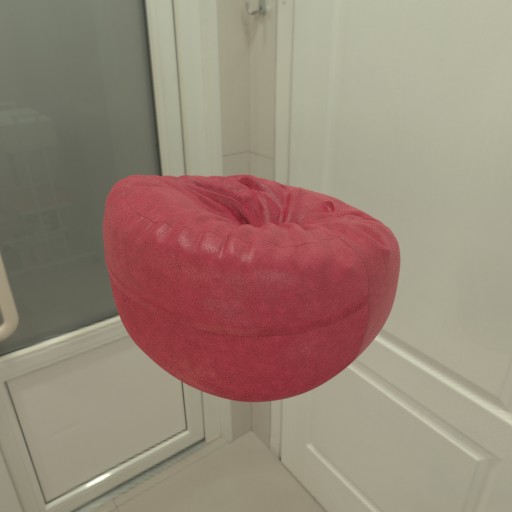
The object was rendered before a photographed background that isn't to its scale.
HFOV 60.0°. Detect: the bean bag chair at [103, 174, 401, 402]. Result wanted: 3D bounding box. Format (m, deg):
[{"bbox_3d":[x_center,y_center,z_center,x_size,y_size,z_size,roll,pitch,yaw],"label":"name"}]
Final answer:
[{"bbox_3d":[0.000,0.000,2.421,1.524,0.878,1.524,-18,32,-32],"label":"bean bag chair"}]
